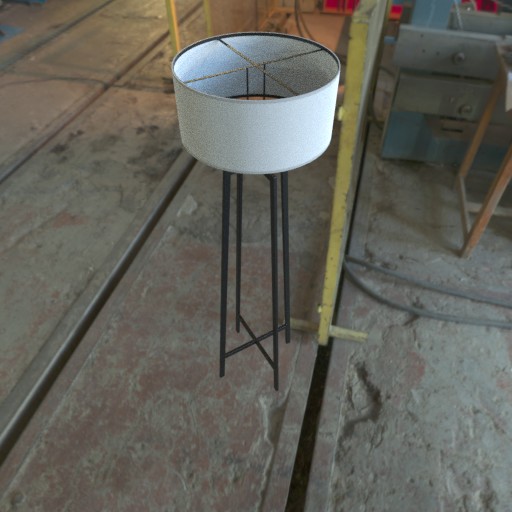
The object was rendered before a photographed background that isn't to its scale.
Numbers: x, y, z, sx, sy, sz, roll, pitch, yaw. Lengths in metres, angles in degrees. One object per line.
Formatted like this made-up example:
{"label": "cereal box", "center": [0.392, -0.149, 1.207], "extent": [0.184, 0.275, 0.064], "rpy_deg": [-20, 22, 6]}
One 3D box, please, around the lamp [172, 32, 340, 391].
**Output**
{"label": "lamp", "center": [0.000, 0.000, 1.747], "extent": [0.457, 1.510, 0.456], "rpy_deg": [-23, 50, -21]}
